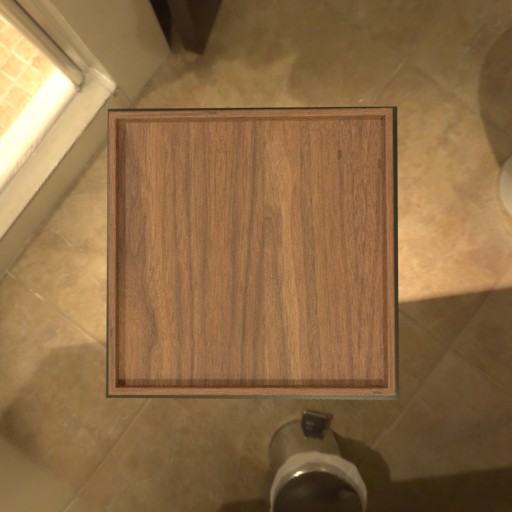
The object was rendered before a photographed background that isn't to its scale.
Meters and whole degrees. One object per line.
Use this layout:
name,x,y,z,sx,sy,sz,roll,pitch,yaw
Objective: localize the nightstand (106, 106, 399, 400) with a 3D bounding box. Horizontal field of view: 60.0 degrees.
nightstand,0.000,0.000,0.867,0.397,0.607,0.397,0,89,1
